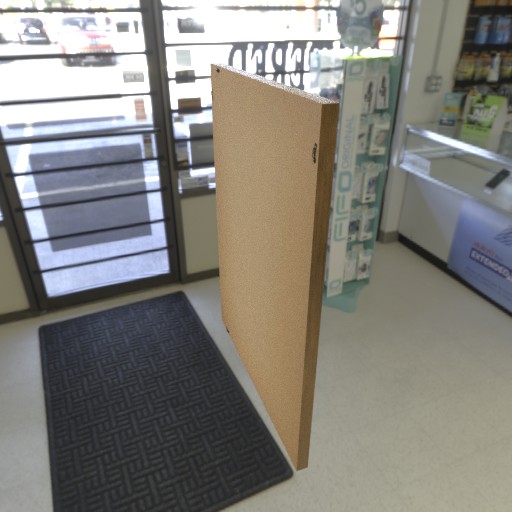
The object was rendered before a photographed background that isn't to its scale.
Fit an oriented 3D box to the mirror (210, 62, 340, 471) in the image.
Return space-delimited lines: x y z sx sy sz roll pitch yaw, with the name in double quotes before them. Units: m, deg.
"mirror" 0.000 0.000 1.349 0.041 1.016 0.762 -10 30 -18
